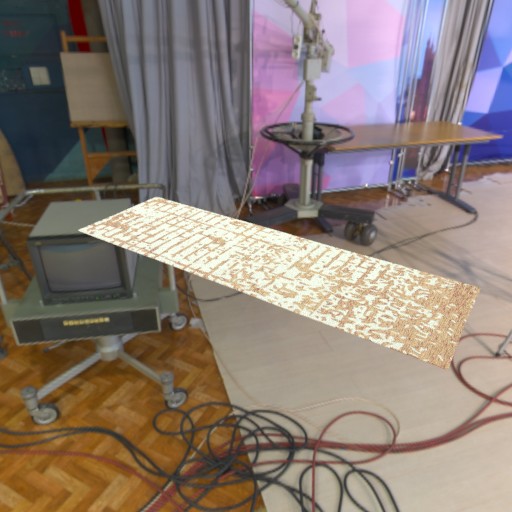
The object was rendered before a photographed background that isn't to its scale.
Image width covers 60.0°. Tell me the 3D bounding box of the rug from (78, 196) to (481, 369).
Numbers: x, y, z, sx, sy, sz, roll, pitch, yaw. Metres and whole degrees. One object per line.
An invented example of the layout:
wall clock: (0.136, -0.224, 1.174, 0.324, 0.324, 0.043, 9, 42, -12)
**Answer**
rug: (0.000, 0.000, 2.726, 2.435, 0.011, 0.750, 18, 34, 29)
